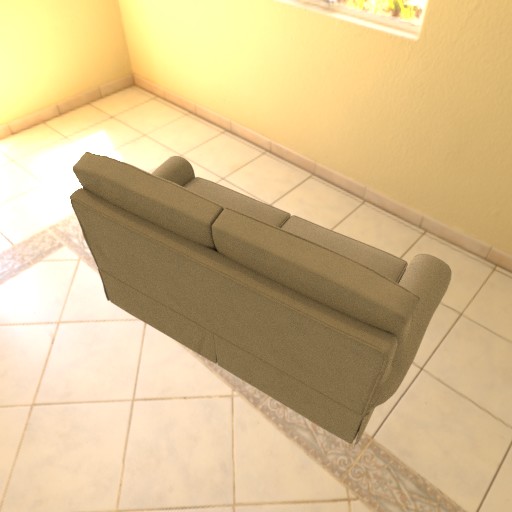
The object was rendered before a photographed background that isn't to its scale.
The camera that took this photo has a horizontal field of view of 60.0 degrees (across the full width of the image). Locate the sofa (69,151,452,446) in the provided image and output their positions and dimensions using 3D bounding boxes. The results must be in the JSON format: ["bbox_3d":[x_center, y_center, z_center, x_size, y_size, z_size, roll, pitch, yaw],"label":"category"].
[{"bbox_3d":[0.000,0.000,2.329,1.823,1.024,0.841,25,51,22],"label":"sofa"}]
